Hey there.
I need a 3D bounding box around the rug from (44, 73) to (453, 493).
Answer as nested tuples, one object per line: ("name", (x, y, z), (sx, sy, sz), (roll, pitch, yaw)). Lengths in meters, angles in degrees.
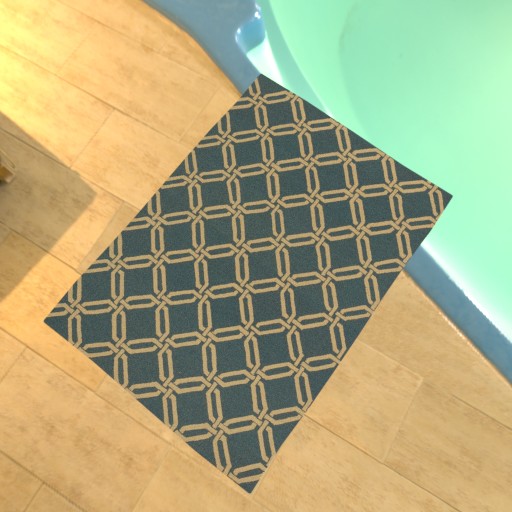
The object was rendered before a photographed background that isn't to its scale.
("rug", (0.000, 0.000, 2.677), (1.524, 0.013, 2.135), (36, 77, 9))
